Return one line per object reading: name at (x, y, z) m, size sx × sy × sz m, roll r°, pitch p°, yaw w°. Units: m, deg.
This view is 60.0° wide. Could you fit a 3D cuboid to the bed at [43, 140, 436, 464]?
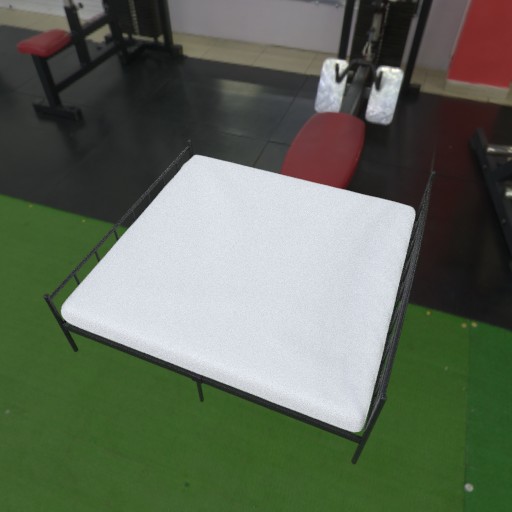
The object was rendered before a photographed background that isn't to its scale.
bed at (0.000, 0.000, 3.136) m, size 2.040 × 0.940 × 1.880 m, roll 17°, pitch 49°, yaw 15°
